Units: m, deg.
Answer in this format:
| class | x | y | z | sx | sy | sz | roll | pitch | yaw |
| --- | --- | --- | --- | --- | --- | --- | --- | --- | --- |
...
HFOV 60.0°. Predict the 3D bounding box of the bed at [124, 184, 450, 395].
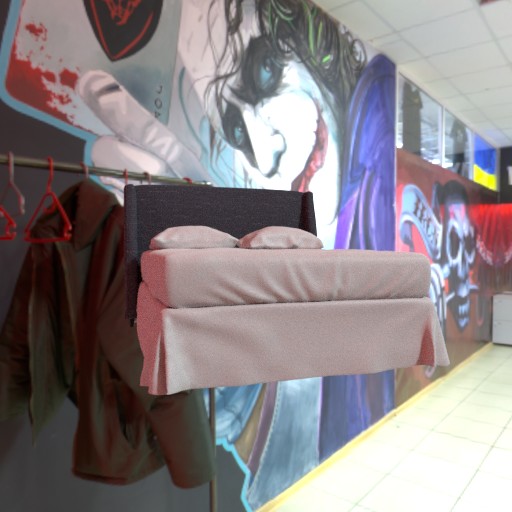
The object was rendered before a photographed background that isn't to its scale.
| class | x | y | z | sx | sy | sz | roll | pitch | yaw |
| --- | --- | --- | --- | --- | --- | --- | --- | --- | --- |
| bed | 0.000 | 0.000 | 3.438 | 1.925 | 1.332 | 2.276 | 0 | 1 | -18 |
